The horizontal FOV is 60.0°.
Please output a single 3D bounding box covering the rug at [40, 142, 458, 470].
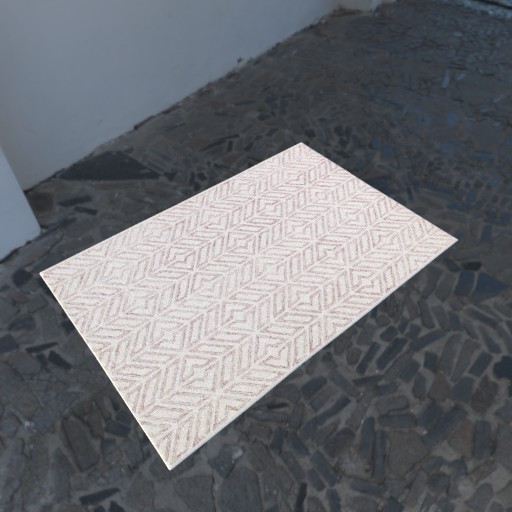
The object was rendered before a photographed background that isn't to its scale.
[{"bbox_3d":[0.000,0.000,2.315,1.828,0.007,1.220,-32,55,-26],"label":"rug"}]
